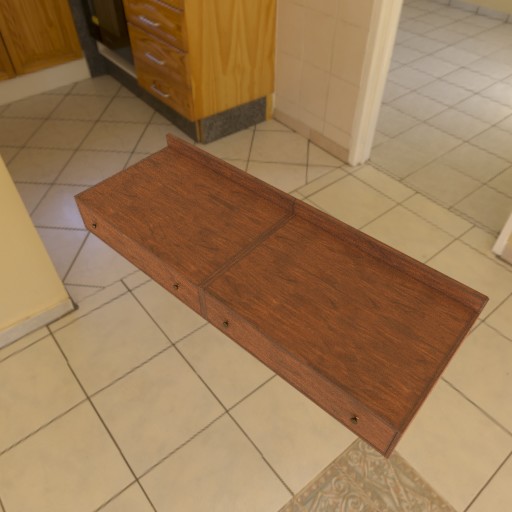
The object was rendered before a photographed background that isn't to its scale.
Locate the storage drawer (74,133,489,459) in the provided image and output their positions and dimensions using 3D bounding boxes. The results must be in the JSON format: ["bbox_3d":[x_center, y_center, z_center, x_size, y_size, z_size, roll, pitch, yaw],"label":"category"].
[{"bbox_3d":[0.000,0.000,2.151,1.914,0.339,0.774,32,54,27],"label":"storage drawer"}]
